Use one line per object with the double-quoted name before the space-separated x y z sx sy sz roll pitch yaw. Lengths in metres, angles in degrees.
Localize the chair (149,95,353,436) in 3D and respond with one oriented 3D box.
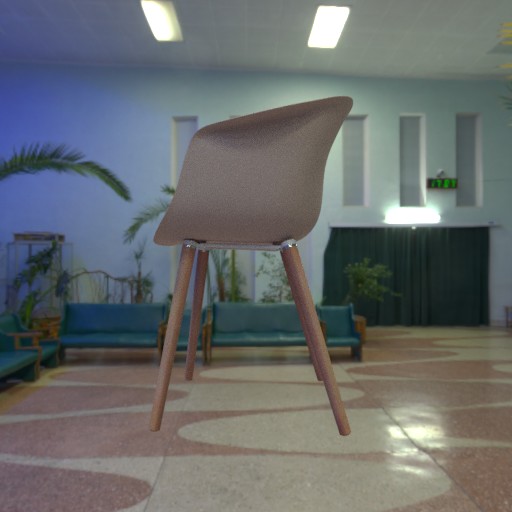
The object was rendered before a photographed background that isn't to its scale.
"chair" 0.000 0.000 1.184 0.504 0.781 0.593 0 -1 2
